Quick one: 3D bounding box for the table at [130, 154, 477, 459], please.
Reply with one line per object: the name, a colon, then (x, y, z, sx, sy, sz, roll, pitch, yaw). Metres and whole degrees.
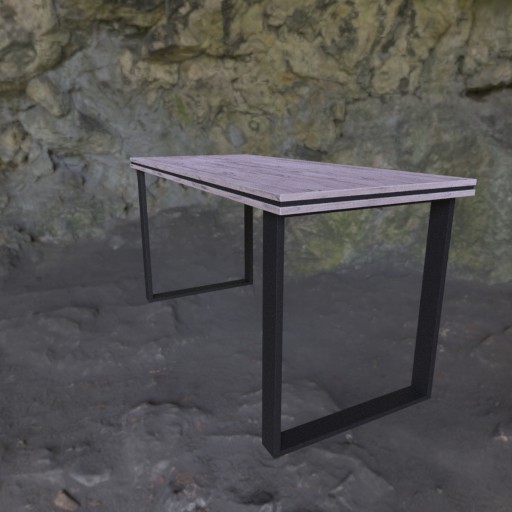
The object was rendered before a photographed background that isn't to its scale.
table: (0.000, 0.000, 2.240, 0.795, 0.899, 1.778, -8, 18, -27)
